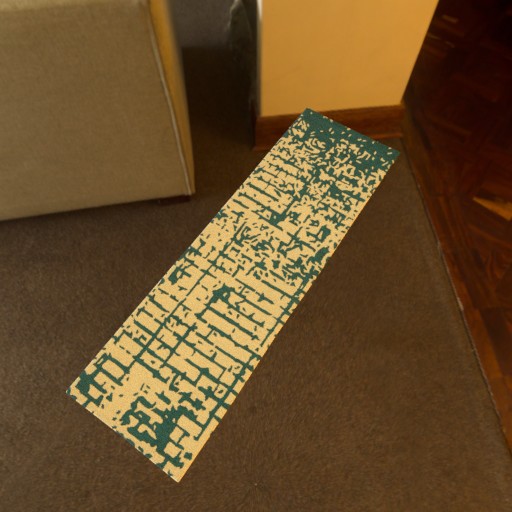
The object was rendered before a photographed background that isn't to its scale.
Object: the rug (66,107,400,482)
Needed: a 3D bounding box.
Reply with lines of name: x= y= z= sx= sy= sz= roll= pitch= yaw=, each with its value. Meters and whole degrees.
rug: x=0.000 y=0.000 z=2.676 sx=0.750 sy=0.011 sz=2.435 roll=31 pitch=67 yaw=15
